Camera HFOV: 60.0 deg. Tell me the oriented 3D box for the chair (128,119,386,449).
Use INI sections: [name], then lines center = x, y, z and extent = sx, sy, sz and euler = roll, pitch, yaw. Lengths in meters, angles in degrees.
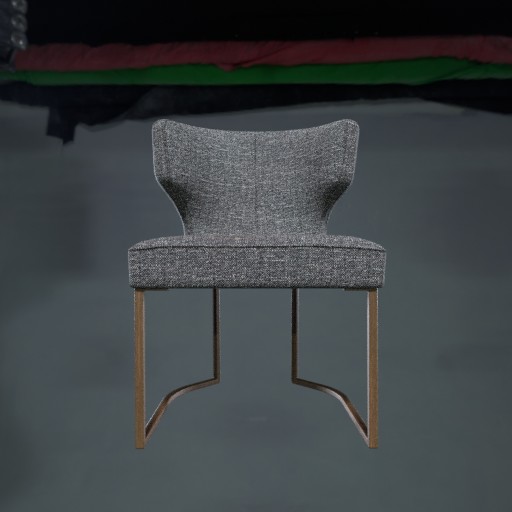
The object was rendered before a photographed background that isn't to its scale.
[chair]
center = 0.000, 0.000, 1.234
extent = 0.611, 0.824, 0.617
euler = 0, 0, 0
